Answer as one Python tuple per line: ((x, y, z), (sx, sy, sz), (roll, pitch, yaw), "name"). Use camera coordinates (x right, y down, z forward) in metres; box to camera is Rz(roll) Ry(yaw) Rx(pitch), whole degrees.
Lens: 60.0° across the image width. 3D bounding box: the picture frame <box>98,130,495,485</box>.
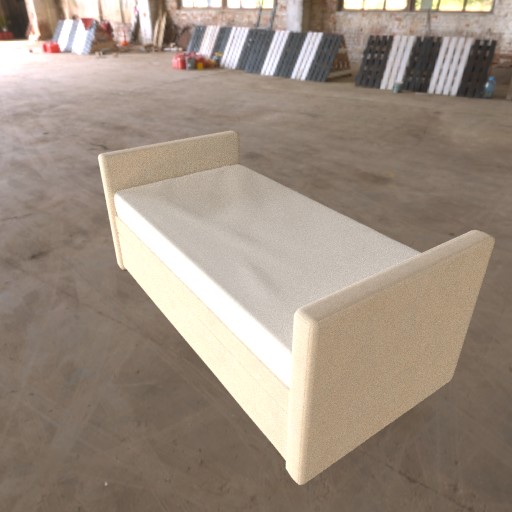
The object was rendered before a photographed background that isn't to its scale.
((0.000, 0.000, 2.655), (1.069, 0.891, 2.161), (-19, 36, -30), "picture frame")
